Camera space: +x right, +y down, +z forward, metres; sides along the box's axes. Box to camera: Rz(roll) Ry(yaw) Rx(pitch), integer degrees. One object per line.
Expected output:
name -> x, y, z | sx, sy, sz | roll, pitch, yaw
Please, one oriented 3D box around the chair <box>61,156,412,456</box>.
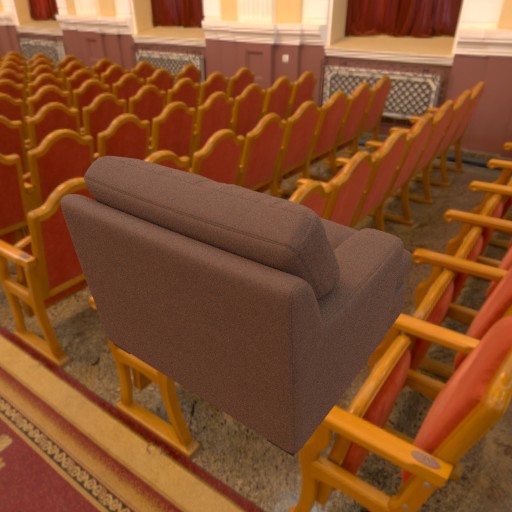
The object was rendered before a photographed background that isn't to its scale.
chair -> 0.000, 0.000, 2.005 | 1.168, 0.940, 1.143 | 20, 36, 31
